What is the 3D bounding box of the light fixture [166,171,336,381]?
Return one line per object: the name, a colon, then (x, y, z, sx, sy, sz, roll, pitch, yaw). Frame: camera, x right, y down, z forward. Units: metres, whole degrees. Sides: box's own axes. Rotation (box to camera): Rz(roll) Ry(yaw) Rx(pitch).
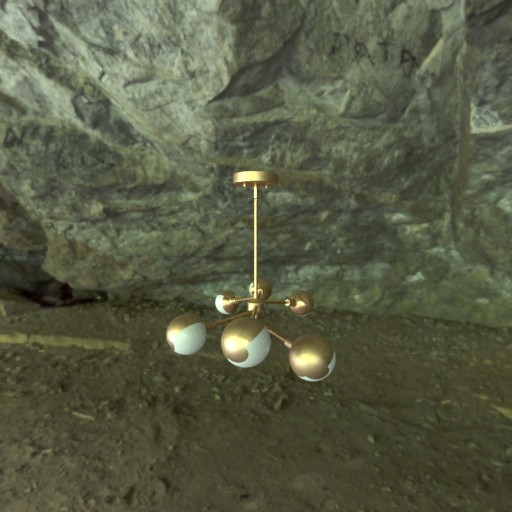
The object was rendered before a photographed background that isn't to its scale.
light fixture: (0.000, 0.000, 0.993, 0.434, 0.362, 0.778, 0, 2, 18)
